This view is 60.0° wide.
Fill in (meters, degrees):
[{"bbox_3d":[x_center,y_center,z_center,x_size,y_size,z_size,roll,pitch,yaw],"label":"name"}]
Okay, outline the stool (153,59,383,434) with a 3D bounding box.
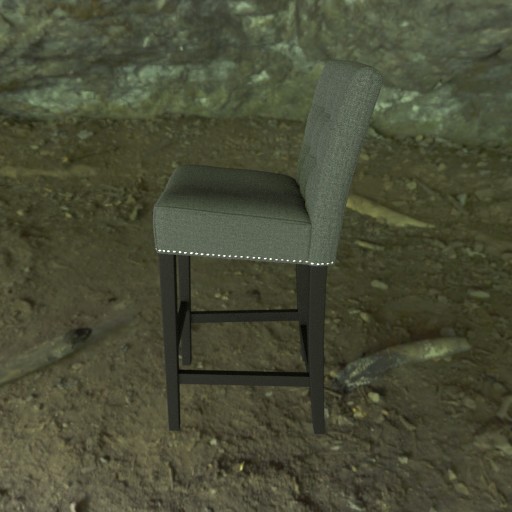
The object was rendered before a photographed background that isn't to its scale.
[{"bbox_3d":[0.000,0.000,1.304,0.548,1.047,0.411,-1,26,-1],"label":"stool"}]
